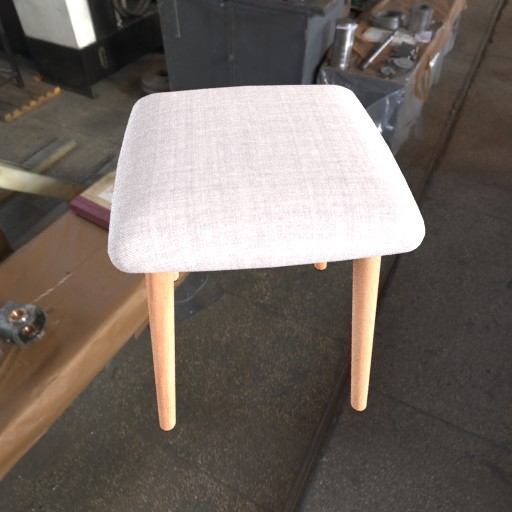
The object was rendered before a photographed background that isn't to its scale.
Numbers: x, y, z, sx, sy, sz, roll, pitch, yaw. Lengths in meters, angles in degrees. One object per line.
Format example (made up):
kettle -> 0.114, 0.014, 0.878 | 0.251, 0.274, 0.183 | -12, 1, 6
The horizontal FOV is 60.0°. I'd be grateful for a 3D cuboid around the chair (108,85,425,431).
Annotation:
chair -> 0.000, 0.000, 0.693 | 0.350, 0.440, 0.350 | -4, 46, -4
